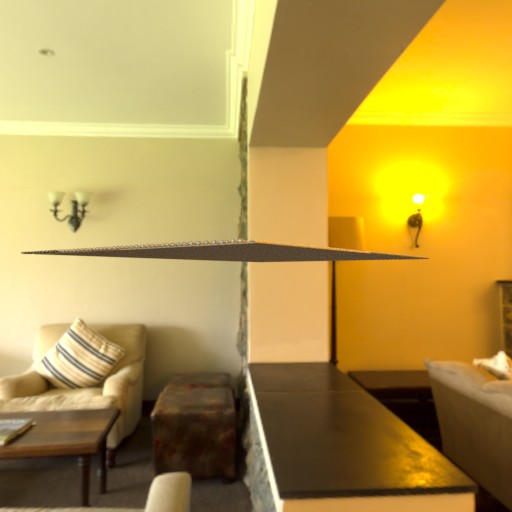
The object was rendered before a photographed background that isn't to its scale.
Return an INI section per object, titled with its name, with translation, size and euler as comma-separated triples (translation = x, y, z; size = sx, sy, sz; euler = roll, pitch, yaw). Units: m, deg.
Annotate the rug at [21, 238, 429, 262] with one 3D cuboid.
[rug]
translation = 0.000, 0.000, 2.956
size = 1.600, 0.013, 2.312
euler = -2, -3, 37
